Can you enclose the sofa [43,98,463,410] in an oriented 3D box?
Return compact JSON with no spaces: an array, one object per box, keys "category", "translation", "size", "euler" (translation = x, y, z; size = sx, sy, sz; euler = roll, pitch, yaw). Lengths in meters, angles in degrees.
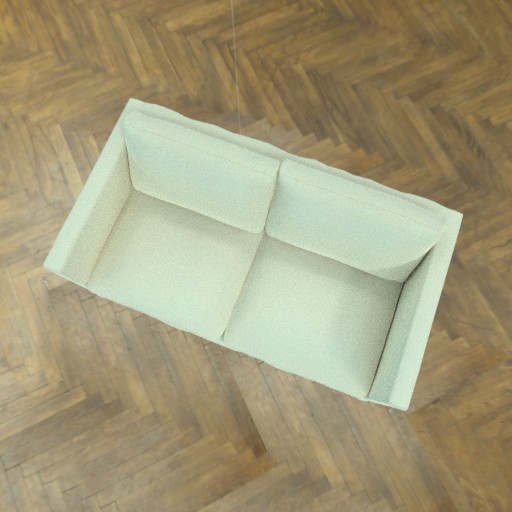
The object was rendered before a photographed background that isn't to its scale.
[{"category":"sofa","translation":[0.000,0.000,2.301],"size":[1.746,0.834,0.962],"euler":[21,76,5]}]
